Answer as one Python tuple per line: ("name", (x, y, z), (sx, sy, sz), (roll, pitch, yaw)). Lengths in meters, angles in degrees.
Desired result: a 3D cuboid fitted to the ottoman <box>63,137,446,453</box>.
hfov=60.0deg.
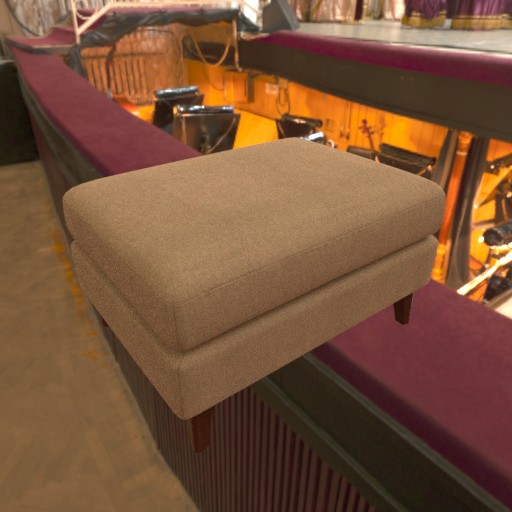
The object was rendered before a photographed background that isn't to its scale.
("ottoman", (0.000, 0.000, 1.227), (0.823, 0.478, 0.610), (-21, 36, -32))
